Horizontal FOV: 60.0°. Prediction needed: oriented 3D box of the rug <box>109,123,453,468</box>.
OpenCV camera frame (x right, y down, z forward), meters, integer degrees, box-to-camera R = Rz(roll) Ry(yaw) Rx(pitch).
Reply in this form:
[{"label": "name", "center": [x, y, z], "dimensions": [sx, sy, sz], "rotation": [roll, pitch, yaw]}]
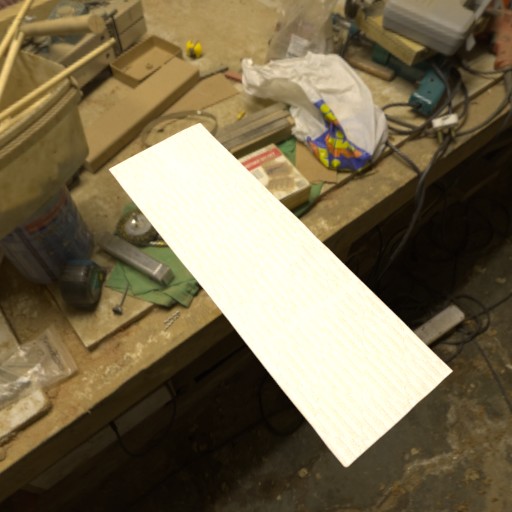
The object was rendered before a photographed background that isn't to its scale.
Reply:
[{"label": "rug", "center": [0.000, 0.000, 2.766], "dimensions": [0.793, 0.014, 2.450], "rotation": [-33, 64, -19]}]
